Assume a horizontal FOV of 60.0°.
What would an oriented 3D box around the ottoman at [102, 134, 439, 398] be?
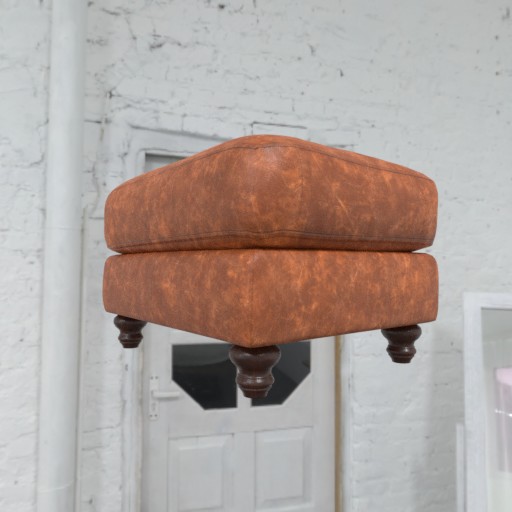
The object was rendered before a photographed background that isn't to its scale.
[{"bbox_3d":[0.000,0.000,1.276,0.657,0.562,0.832,1,-1,-38],"label":"ottoman"}]
